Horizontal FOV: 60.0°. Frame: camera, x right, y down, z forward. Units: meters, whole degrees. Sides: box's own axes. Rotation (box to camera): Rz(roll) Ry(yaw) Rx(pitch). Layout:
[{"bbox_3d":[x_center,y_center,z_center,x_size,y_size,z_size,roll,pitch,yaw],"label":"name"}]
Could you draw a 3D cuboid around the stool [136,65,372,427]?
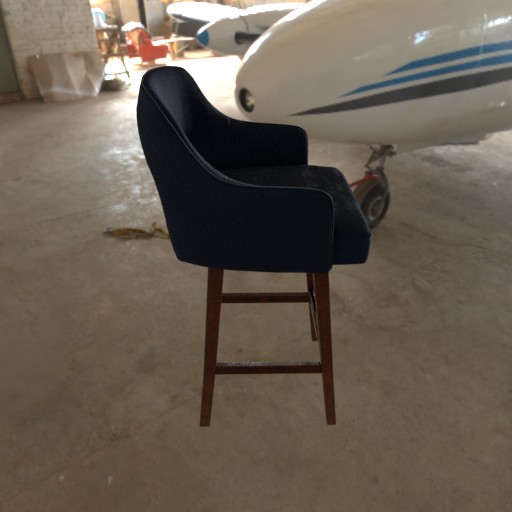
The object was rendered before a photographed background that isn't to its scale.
[{"bbox_3d":[0.000,0.000,1.342,0.560,1.041,0.550,0,32,-1],"label":"stool"}]
